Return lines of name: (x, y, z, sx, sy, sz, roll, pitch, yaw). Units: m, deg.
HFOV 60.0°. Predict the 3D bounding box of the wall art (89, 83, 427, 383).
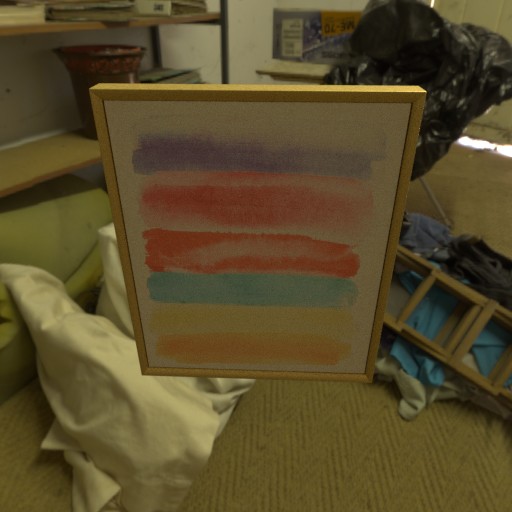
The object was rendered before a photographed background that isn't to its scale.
wall art: (0.000, 0.000, 0.888, 0.537, 0.642, 0.048, 1, 31, 2)
